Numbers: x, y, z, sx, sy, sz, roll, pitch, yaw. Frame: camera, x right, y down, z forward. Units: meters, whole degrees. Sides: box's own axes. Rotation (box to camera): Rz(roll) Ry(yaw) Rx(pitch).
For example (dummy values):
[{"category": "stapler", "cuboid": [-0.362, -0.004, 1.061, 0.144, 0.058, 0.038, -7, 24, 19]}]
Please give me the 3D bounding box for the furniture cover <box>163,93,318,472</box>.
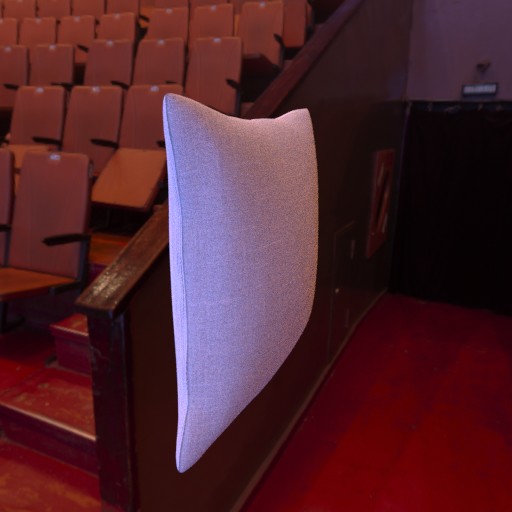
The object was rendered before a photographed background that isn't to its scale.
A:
[{"category": "furniture cover", "cuboid": [0.000, 0.000, 0.775, 0.178, 0.506, 0.512, 7, 18, 23]}]
